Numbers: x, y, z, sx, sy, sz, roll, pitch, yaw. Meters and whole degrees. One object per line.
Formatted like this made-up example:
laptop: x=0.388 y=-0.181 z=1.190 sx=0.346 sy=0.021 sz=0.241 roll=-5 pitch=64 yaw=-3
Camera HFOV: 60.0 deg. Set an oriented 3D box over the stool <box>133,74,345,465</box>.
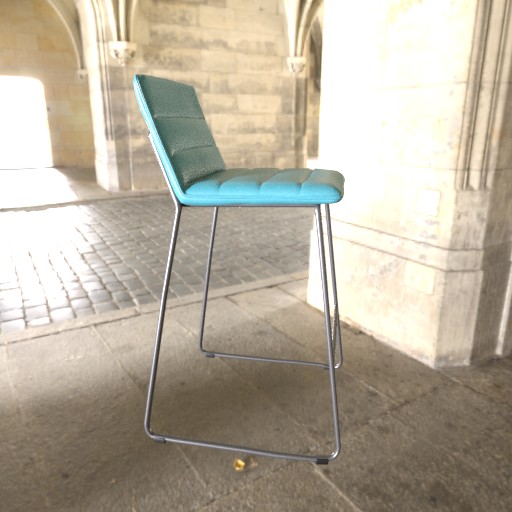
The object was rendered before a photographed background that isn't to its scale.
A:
stool: x=0.000 y=0.000 z=1.249 sx=0.524 sy=0.936 sz=0.489 roll=3 pitch=17 yaw=11
